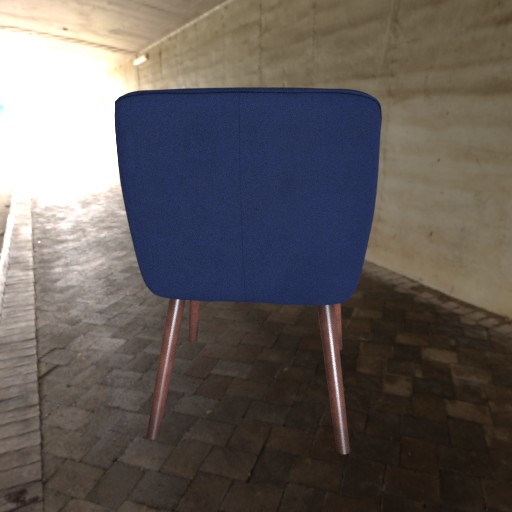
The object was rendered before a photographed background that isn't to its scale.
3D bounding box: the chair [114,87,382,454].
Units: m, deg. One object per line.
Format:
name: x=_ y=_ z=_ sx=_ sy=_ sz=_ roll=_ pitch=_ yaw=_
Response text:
chair: x=0.000 y=0.000 z=1.201 sx=0.600 sy=0.820 sz=0.600 roll=2 pitch=17 yaw=6
